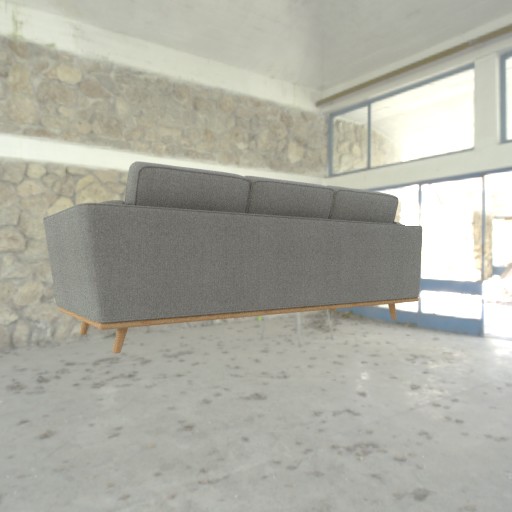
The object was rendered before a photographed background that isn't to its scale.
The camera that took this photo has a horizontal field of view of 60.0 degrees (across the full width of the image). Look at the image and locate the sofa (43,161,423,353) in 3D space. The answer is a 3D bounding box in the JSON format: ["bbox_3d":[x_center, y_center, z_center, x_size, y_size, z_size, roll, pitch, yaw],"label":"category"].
[{"bbox_3d":[0.000,0.000,2.848,2.362,0.899,0.903,0,0,-35],"label":"sofa"}]
